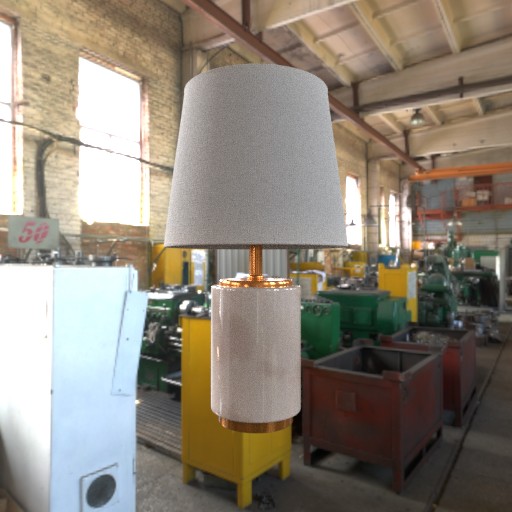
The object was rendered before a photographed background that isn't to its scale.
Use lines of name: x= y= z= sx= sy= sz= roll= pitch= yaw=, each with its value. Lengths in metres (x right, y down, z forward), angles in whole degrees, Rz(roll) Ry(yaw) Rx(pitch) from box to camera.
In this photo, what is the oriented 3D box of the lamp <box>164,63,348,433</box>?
lamp: x=0.000 y=0.000 z=0.465 sx=0.189 sy=0.340 sz=0.189 roll=0 pitch=0 yaw=0
